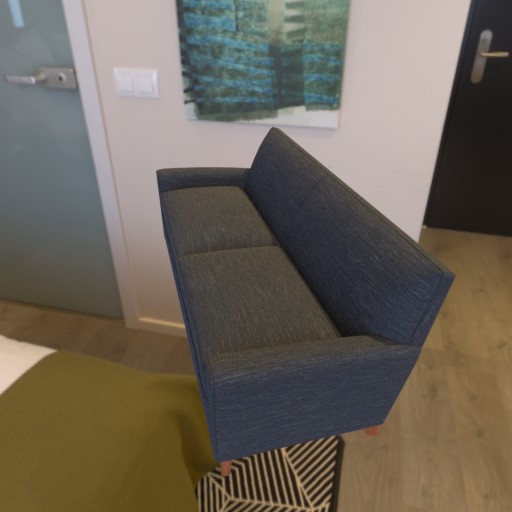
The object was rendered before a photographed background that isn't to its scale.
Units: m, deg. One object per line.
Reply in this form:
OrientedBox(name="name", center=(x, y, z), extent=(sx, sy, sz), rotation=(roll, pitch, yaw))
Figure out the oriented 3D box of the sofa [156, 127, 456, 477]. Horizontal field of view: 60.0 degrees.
OrientedBox(name="sofa", center=(0.000, 0.000, 2.390), extent=(0.875, 0.846, 1.976), rotation=(-8, 32, -14))
